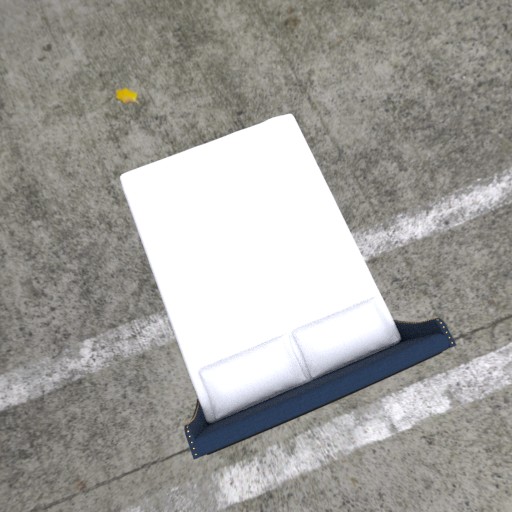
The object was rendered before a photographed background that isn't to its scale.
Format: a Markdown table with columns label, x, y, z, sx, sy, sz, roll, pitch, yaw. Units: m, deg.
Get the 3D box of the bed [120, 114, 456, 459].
| label | x | y | z | sx | sy | sz | roll | pitch | yaw |
| --- | --- | --- | --- | --- | --- | --- | --- | --- | --- |
| bed | 0.000 | 0.000 | 3.293 | 1.604 | 1.402 | 2.223 | -22 | 76 | -6 |
